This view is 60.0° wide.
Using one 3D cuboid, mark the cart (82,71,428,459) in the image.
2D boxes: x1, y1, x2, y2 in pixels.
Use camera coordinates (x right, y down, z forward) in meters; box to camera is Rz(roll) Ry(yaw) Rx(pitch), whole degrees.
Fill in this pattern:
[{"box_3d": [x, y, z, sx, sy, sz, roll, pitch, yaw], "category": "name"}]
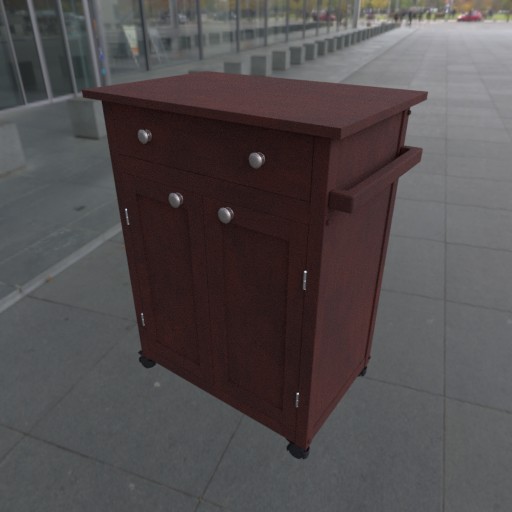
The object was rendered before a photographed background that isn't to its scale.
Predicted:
[{"box_3d": [0.000, 0.000, 1.224, 0.683, 0.864, 0.442, 19, 34, 31], "category": "cart"}]
